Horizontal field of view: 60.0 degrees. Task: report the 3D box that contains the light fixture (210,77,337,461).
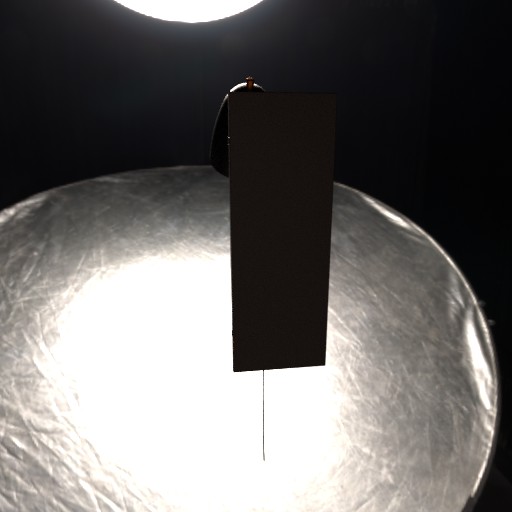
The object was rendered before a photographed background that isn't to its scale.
[{"bbox_3d":[0.000,0.000,0.921,0.162,0.715,0.499,-2,15,-9],"label":"light fixture"}]
